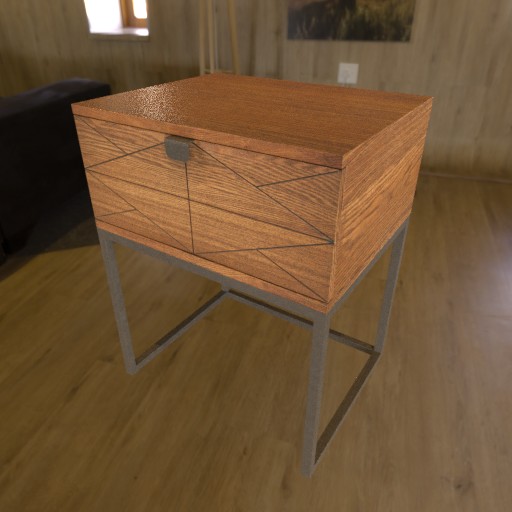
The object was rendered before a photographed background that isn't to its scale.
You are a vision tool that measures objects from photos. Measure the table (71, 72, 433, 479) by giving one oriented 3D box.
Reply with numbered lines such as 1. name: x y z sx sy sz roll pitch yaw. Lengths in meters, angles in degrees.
1. table: 0.000 0.000 0.903 0.482 0.610 0.400 19 36 28
